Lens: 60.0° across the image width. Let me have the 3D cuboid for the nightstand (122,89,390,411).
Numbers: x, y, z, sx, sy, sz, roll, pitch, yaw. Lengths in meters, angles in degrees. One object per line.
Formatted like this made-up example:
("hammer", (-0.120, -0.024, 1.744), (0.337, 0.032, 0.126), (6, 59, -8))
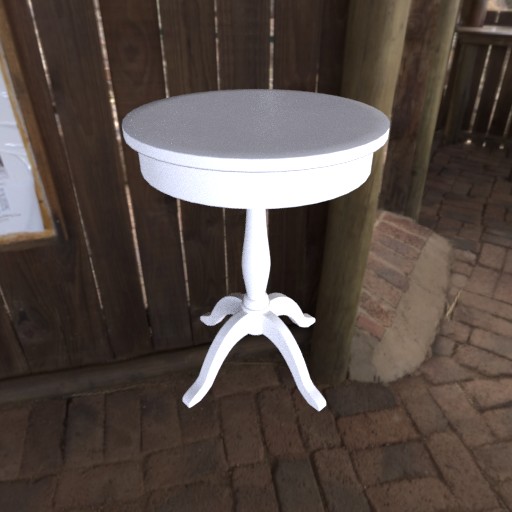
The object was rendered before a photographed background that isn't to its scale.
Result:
("nightstand", (0.000, 0.000, 1.045), (0.513, 0.653, 0.513), (-20, 37, -29))
